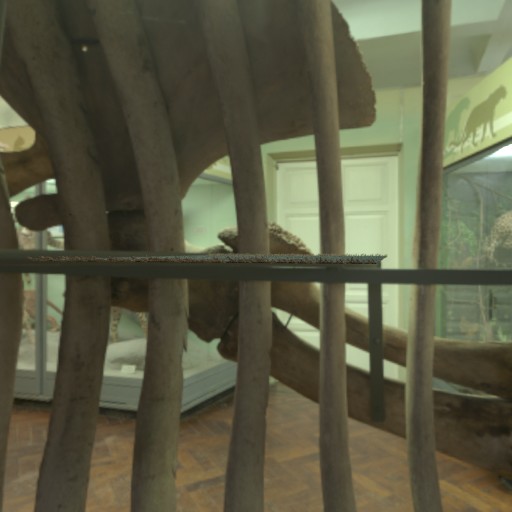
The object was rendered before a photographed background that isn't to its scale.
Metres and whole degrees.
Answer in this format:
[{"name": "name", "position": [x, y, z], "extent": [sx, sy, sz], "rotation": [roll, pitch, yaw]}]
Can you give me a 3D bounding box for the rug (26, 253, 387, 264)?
[{"name": "rug", "position": [0.000, 0.000, 4.344], "extent": [2.418, 0.047, 3.307], "rotation": [0, 1, 18]}]
